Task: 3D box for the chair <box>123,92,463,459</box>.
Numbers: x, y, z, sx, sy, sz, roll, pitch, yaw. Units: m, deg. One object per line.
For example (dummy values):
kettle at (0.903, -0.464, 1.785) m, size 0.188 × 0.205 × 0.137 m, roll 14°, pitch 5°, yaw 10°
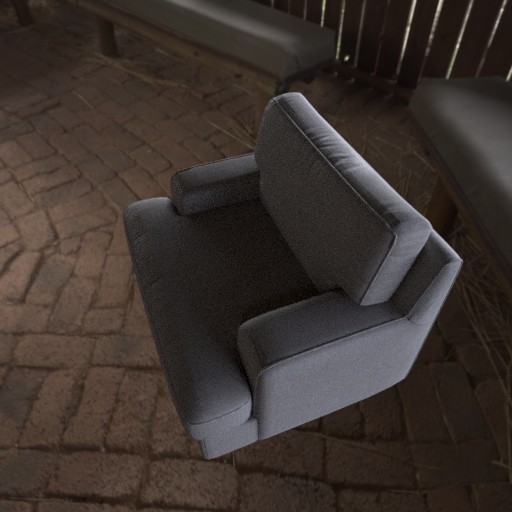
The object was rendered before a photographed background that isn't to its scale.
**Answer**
chair at (0.000, 0.000, 1.969) m, size 1.043 × 0.974 × 1.270 m, roll -16°, pitch 48°, yaw -15°
